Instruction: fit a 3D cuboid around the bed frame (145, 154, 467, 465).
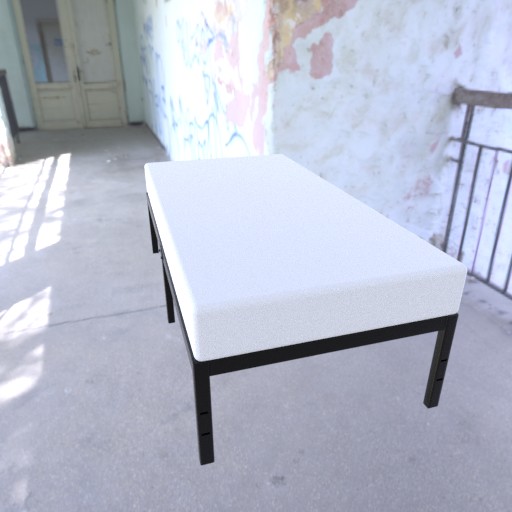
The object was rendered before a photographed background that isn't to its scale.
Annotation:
[{"bbox_3d":[0.000,0.000,2.426,1.023,0.659,1.950,-7,26,-15],"label":"bed frame"}]
